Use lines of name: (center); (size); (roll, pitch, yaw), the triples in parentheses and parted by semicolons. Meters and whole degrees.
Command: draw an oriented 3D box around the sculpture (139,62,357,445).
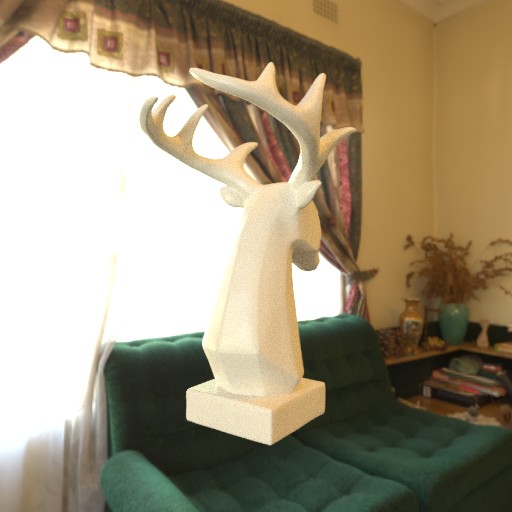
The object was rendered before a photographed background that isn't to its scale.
sculpture: (0.000, 0.000, 0.450); (0.174, 0.329, 0.224); (0, 0, 36)
